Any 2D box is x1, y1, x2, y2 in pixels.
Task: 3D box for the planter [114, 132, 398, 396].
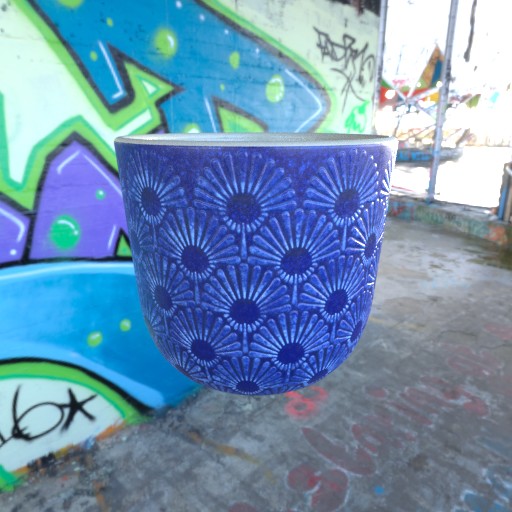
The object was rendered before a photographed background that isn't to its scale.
[{"bbox_3d":[0.000,0.000,0.363,0.206,0.190,0.206,0,17,0],"label":"planter"}]
